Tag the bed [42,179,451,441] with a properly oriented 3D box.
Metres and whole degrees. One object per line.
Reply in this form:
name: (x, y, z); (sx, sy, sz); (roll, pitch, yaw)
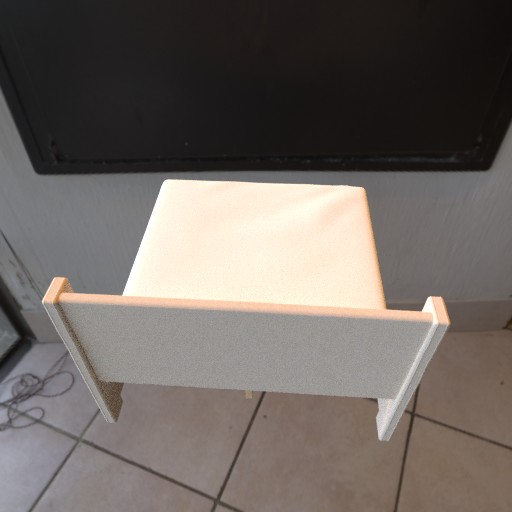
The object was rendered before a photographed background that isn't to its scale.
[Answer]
bed: (0.000, 0.000, 3.622); (2.145, 1.471, 2.293); (3, 45, 3)
